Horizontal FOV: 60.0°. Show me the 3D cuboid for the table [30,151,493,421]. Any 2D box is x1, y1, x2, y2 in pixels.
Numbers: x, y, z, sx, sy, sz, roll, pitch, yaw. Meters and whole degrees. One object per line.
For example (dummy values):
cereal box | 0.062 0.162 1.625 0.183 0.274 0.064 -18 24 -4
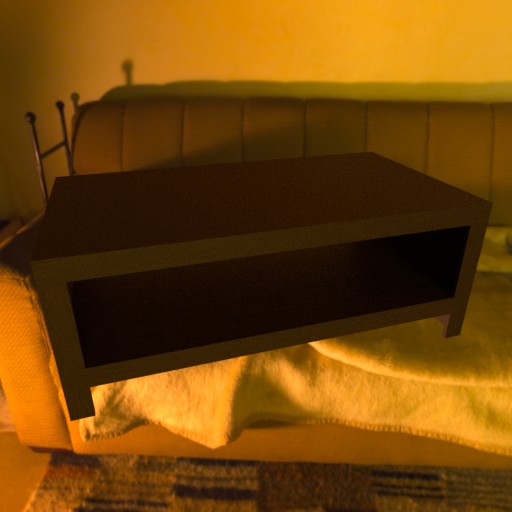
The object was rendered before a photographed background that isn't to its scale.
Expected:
table | 0.000 0.000 1.348 1.099 0.424 0.597 -8 28 -16
